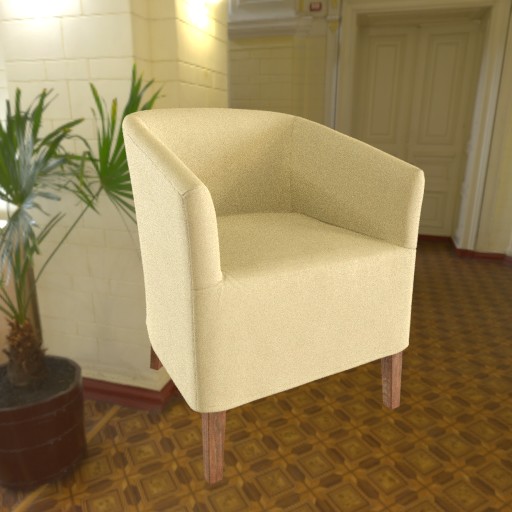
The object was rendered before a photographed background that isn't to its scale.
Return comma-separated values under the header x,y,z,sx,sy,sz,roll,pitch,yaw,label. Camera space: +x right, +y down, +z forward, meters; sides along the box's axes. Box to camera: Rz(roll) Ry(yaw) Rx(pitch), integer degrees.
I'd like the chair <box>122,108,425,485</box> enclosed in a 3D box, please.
x,y,z,sx,sy,sz,roll,pitch,yaw,label
0.000,0.000,1.276,0.643,0.822,0.657,-9,19,-28,chair
